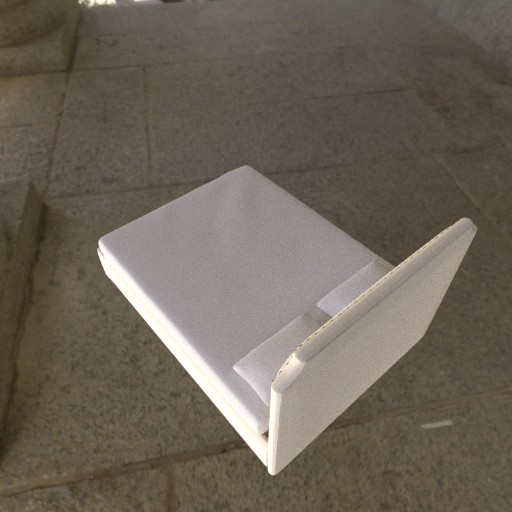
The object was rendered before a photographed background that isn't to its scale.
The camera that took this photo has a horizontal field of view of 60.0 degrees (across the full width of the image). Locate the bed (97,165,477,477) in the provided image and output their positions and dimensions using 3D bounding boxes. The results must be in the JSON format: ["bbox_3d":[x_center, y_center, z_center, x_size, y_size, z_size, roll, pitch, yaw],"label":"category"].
[{"bbox_3d":[0.000,0.000,3.445,1.712,1.497,2.372,-32,55,-26],"label":"bed"}]
